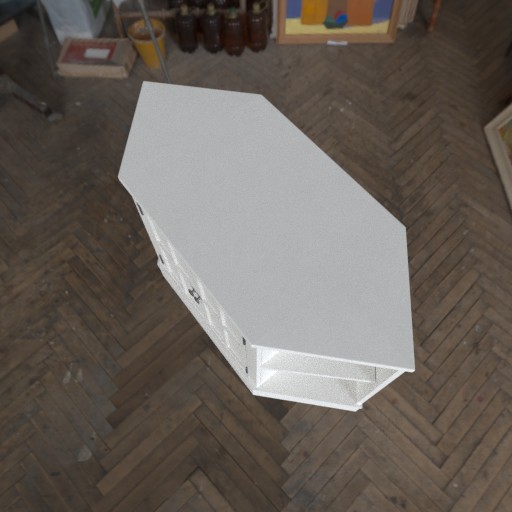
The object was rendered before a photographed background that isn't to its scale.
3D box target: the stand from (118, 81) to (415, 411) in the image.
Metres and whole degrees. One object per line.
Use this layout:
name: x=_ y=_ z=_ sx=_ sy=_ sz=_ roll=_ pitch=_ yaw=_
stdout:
stand: x=0.000 y=0.000 z=1.382 sx=0.477 sy=0.614 sz=1.072 roll=-35 pitch=68 yaw=-16
